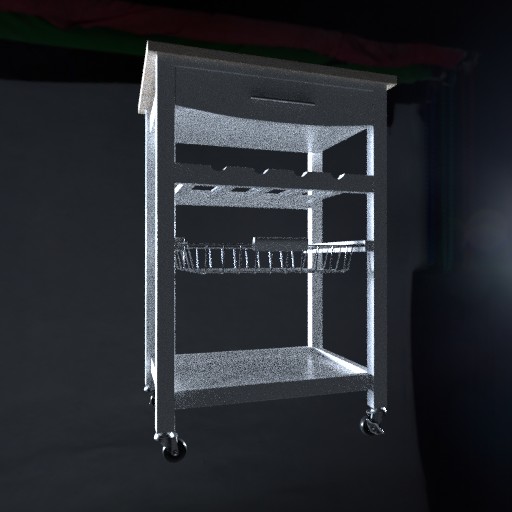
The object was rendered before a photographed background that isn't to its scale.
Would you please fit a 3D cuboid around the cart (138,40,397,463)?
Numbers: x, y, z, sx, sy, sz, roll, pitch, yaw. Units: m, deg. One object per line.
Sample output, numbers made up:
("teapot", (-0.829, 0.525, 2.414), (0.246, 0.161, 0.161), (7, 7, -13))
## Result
("cart", (0.000, 0.000, 1.158), (0.578, 0.857, 0.406), (0, 0, -17))
